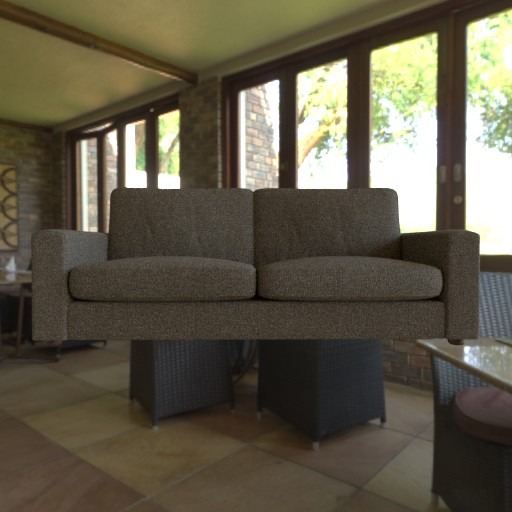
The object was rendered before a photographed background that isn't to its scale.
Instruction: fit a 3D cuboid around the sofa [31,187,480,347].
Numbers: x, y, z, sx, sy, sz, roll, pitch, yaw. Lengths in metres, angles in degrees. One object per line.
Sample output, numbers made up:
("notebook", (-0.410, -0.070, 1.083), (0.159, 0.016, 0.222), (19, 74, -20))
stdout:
("sofa", (0.000, 0.000, 2.600), (2.179, 0.873, 1.016), (0, 1, -1))
